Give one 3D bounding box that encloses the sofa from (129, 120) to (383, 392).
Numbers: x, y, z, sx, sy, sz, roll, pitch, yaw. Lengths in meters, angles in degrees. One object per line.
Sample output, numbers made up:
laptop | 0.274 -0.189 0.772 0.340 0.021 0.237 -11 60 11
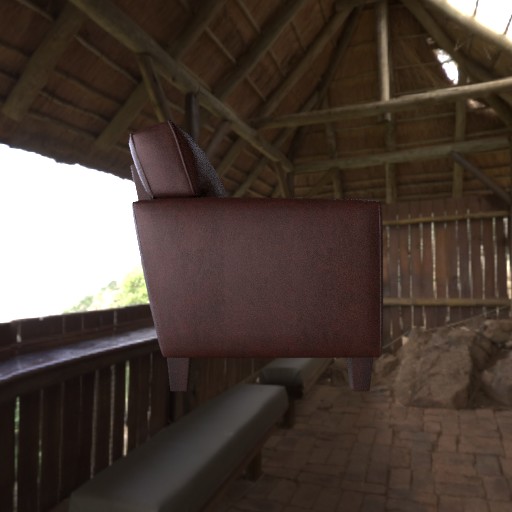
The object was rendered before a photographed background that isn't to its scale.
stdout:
sofa | 0.000 0.000 2.370 0.912 0.928 1.876 0 0 0
